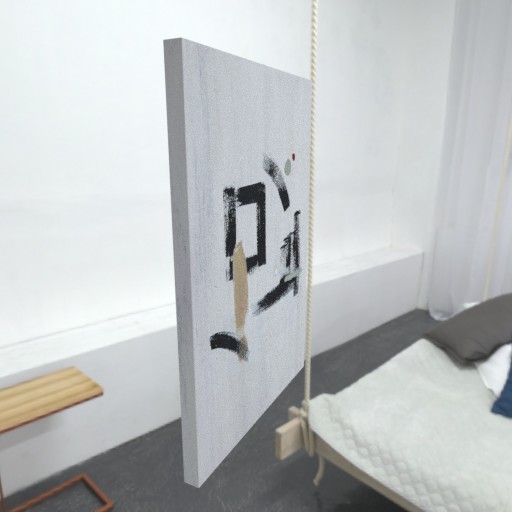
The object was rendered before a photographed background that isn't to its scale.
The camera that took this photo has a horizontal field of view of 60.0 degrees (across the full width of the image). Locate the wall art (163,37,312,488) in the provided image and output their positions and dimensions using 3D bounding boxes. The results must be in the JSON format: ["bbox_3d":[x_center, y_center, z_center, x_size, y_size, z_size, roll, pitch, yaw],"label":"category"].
[{"bbox_3d":[0.000,0.000,1.143,0.043,0.914,0.624,7,16,27],"label":"wall art"}]
